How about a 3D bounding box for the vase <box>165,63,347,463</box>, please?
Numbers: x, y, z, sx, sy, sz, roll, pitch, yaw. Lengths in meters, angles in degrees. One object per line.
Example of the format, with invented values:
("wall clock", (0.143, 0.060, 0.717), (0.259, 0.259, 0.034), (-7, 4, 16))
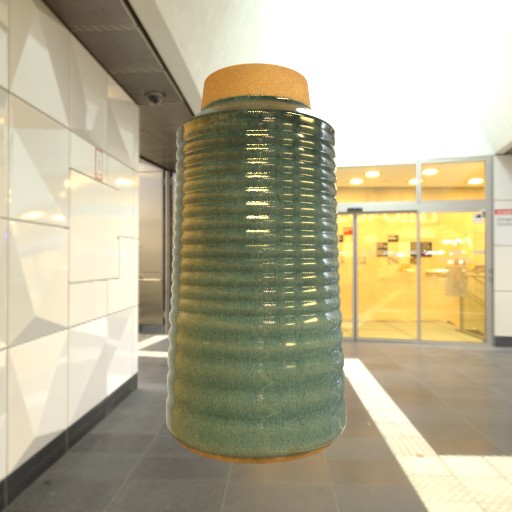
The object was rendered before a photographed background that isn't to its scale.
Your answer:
("vase", (0.000, 0.000, 0.409), (0.163, 0.316, 0.163), (0, -1, 0))
